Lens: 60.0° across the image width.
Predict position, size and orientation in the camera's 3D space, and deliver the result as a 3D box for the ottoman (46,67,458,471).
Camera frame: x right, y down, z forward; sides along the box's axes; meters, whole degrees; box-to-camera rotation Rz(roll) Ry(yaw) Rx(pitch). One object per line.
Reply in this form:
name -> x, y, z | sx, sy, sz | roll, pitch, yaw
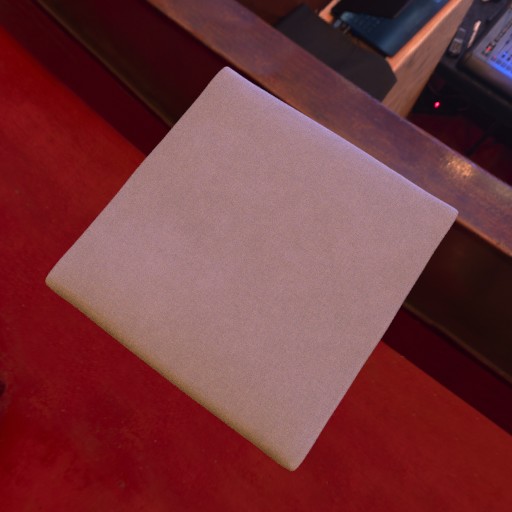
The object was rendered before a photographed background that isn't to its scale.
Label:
ottoman -> 0.000, 0.000, 1.829 | 1.171, 0.517, 1.203 | 35, 78, 8
